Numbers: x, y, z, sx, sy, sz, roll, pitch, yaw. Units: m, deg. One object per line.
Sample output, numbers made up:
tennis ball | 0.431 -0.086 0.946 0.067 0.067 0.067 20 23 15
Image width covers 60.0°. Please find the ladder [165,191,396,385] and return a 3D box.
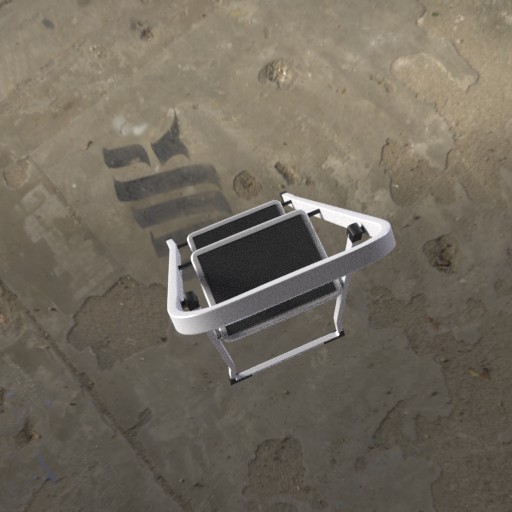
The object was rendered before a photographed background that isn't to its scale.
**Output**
ladder | 0.000 0.000 1.113 0.460 0.810 0.544 -22 77 -5
